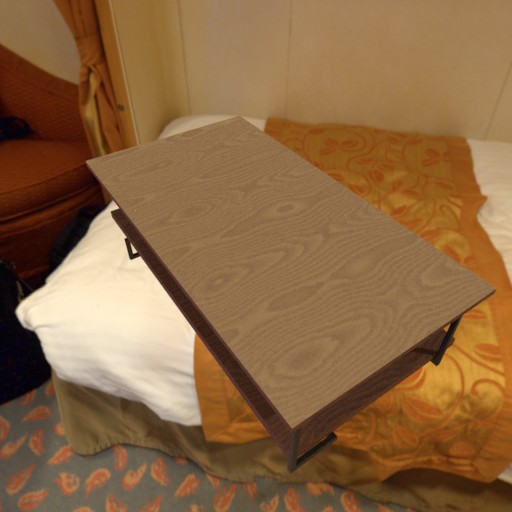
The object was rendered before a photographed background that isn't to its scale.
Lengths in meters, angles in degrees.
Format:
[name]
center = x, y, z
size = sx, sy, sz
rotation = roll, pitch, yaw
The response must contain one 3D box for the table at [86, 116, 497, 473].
[table]
center = 0.000, 0.000, 1.461
size = 0.651, 0.347, 1.197
rotation = -25, 48, -25
